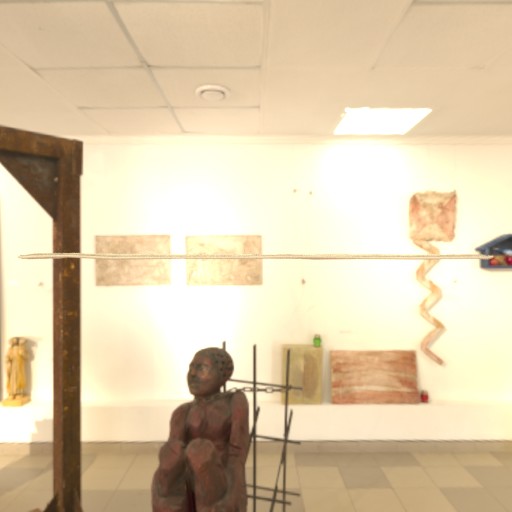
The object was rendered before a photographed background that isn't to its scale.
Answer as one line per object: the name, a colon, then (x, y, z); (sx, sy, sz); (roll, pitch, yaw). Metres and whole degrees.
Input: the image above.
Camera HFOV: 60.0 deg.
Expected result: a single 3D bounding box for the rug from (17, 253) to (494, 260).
rug: (0.000, 0.000, 2.621); (2.381, 0.036, 0.831); (0, 0, -1)
